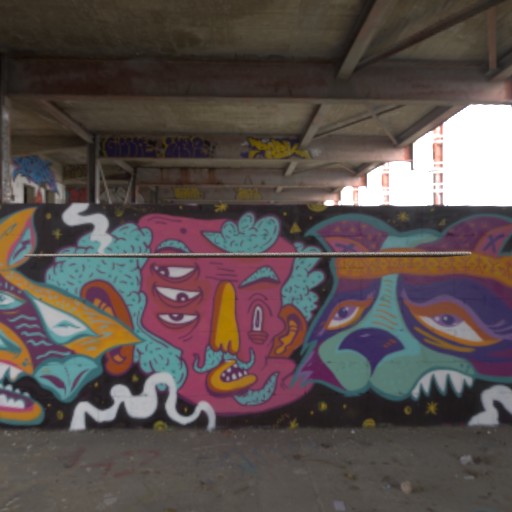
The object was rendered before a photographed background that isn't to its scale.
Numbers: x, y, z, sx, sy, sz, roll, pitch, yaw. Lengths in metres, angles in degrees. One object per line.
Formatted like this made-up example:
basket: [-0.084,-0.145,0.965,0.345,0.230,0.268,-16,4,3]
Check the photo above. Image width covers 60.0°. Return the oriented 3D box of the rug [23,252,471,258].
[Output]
rug: [0.000,0.000,2.994,2.438,0.015,1.524,0,-1,18]
